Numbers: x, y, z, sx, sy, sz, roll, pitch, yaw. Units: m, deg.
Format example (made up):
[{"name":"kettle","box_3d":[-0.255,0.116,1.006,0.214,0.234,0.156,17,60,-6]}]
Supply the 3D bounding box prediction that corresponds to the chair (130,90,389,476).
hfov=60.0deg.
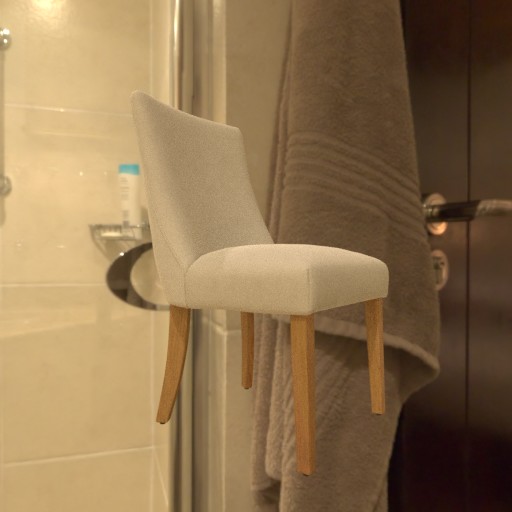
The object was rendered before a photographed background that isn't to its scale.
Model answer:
[{"name":"chair","box_3d":[0.000,0.000,1.246,0.610,0.902,0.495,0,0,35]}]
